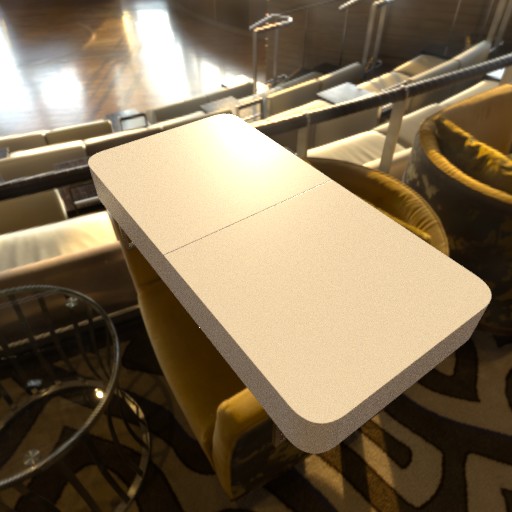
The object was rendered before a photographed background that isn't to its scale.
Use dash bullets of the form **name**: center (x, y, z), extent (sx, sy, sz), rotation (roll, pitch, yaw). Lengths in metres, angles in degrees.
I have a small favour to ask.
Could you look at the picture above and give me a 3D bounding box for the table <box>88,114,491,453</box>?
- **table**: center (0.000, 0.000, 1.408), extent (0.600, 0.340, 1.200), rotation (-27, 50, -25)
